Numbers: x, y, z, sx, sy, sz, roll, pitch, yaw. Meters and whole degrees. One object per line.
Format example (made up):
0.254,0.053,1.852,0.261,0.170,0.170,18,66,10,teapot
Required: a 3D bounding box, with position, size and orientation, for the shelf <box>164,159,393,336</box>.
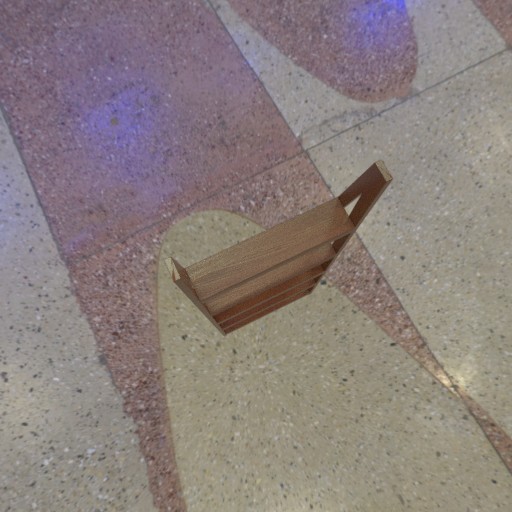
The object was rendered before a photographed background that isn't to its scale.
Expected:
0.000,0.000,2.023,0.630,1.780,0.356,-25,77,-6,shelf
